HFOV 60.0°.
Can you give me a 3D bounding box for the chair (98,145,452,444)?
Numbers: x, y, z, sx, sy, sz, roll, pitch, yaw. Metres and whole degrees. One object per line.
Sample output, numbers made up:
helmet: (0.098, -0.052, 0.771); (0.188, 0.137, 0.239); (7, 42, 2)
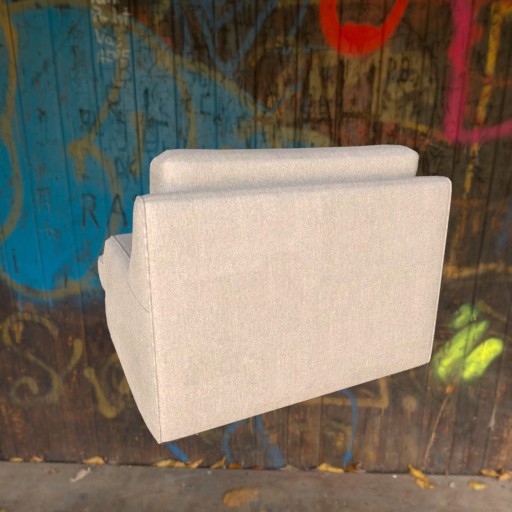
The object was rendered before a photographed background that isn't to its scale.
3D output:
chair: (0.000, 0.000, 1.984); (1.270, 0.974, 1.043); (-8, 18, -25)
